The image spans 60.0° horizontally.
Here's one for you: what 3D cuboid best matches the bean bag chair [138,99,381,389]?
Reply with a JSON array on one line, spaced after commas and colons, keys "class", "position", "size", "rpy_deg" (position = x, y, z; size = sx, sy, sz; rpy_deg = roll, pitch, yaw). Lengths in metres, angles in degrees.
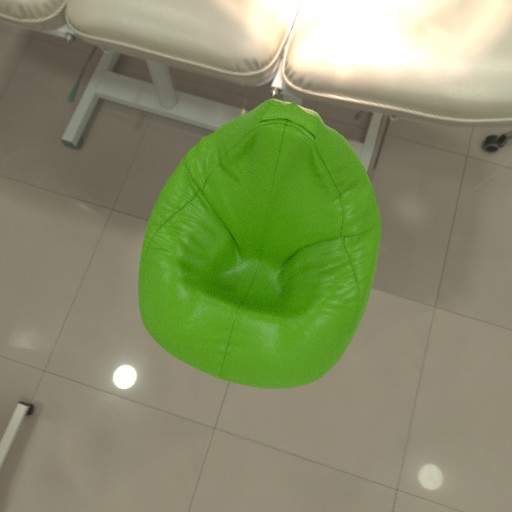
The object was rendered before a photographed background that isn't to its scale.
[{"class": "bean bag chair", "position": [0.000, 0.000, 1.901], "size": [1.070, 0.990, 1.070], "rpy_deg": [17, 76, 4]}]
